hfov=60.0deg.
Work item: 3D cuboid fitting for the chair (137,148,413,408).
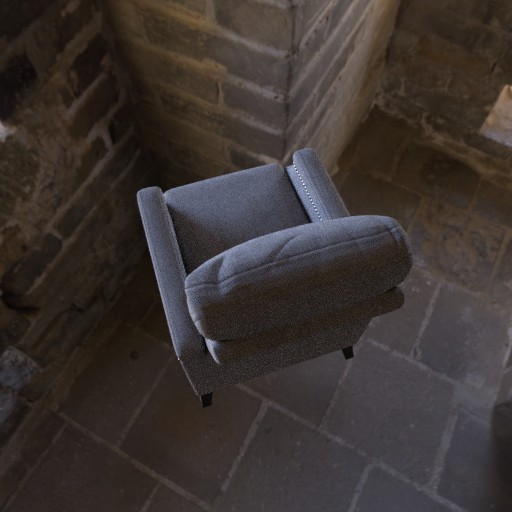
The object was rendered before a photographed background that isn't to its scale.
[{"bbox_3d":[0.000,0.000,1.606,0.710,1.049,0.922,-16,61,-9],"label":"chair"}]
